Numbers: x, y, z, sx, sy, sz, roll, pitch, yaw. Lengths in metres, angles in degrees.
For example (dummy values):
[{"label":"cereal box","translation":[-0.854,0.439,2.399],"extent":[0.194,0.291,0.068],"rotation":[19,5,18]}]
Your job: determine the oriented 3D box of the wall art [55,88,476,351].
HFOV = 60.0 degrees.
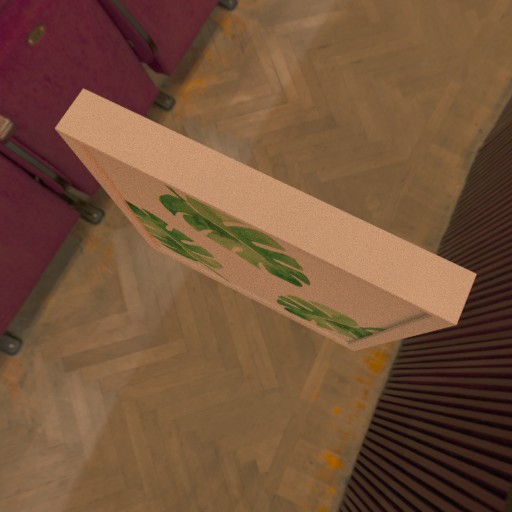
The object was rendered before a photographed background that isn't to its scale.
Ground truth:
[{"label":"wall art","translation":[0.000,0.000,0.450],"extent":[0.305,0.305,0.038],"rotation":[26,76,7]}]
